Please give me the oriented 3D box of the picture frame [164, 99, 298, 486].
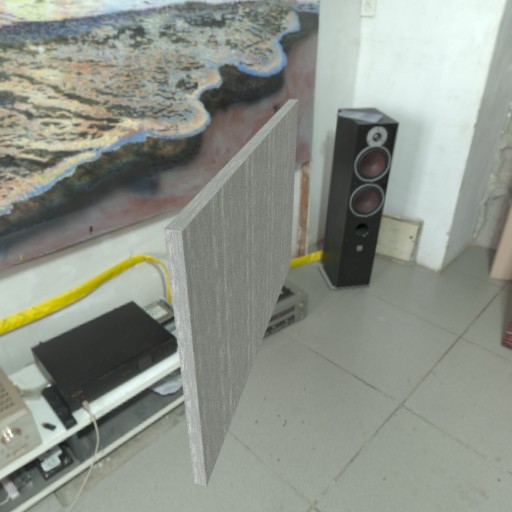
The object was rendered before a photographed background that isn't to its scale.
[{"bbox_3d":[0.000,0.000,1.217,0.029,0.640,0.950,8,32,13],"label":"picture frame"}]
